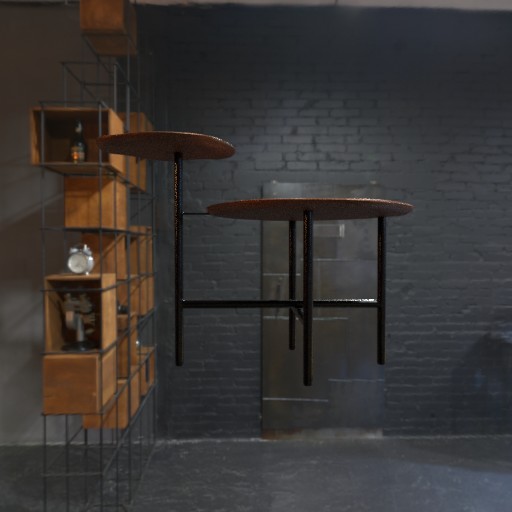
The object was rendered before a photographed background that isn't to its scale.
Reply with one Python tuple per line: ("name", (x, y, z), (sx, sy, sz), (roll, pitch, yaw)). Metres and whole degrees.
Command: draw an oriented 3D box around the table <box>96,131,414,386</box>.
("table", (0.000, 0.000, 1.093), (0.759, 0.538, 0.442), (0, 1, -1))
